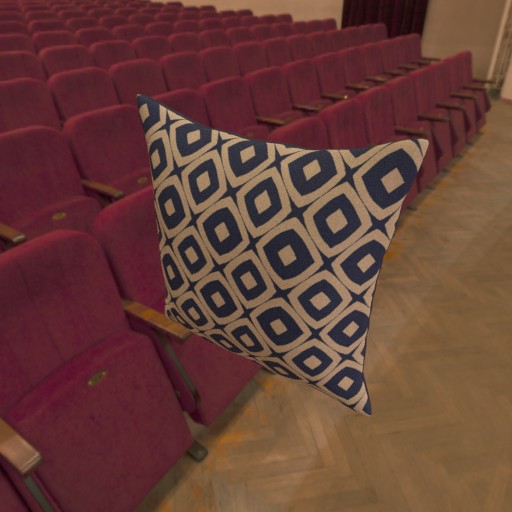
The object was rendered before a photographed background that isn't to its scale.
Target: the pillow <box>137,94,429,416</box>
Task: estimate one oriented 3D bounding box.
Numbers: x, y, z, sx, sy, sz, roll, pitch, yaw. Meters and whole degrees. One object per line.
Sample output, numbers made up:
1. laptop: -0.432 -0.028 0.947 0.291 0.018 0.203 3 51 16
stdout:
1. pillow: 0.000 0.000 0.779 0.504 0.494 0.188 19 36 29
